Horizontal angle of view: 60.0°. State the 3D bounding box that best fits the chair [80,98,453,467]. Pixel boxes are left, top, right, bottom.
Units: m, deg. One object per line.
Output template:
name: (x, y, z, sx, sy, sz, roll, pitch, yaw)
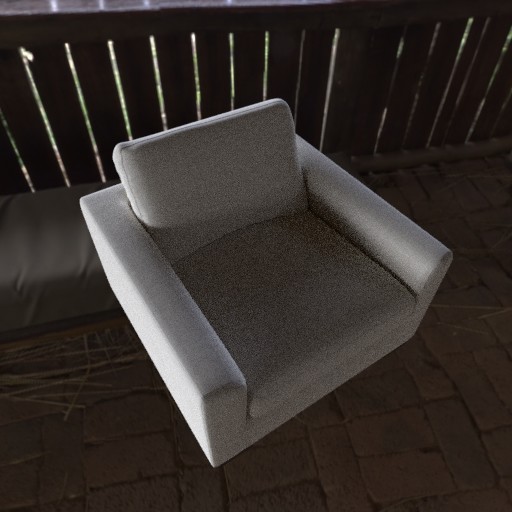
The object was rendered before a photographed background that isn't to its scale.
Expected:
chair: (0.000, 0.000, 1.862, 1.070, 0.876, 1.100, -26, 51, -22)
